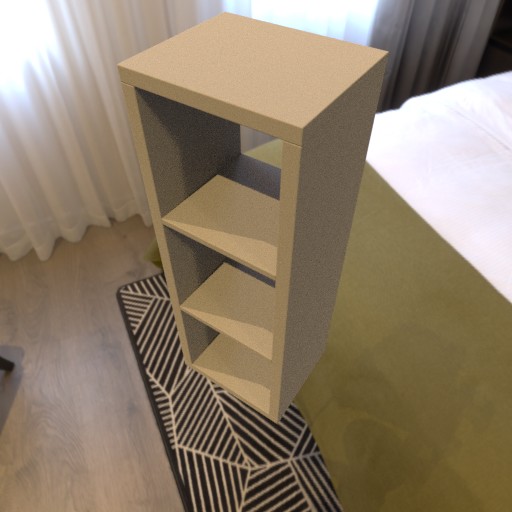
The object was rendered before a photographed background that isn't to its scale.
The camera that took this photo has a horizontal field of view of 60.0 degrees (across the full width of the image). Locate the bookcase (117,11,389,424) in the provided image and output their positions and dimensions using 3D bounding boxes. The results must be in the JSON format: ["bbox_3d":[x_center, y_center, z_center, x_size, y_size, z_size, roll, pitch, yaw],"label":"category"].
[{"bbox_3d":[0.000,0.000,1.220,0.390,1.080,0.330,26,52,22],"label":"bookcase"}]
